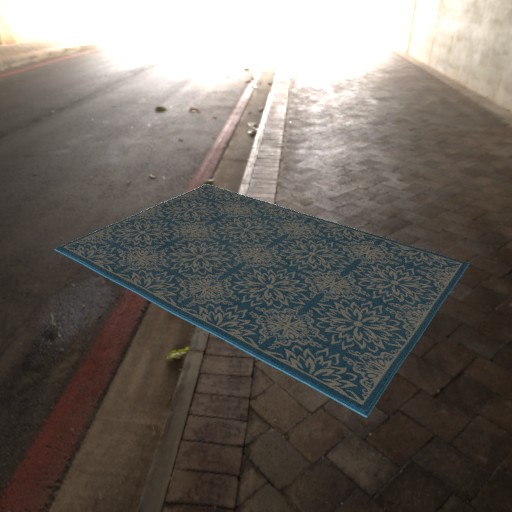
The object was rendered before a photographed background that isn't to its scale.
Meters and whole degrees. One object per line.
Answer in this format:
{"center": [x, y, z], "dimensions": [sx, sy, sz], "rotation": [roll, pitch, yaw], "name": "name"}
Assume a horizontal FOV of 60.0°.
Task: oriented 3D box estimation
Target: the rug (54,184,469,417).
{"center": [0.000, 0.000, 2.338], "dimensions": [1.833, 0.012, 1.211], "rotation": [21, 36, 32], "name": "rug"}
